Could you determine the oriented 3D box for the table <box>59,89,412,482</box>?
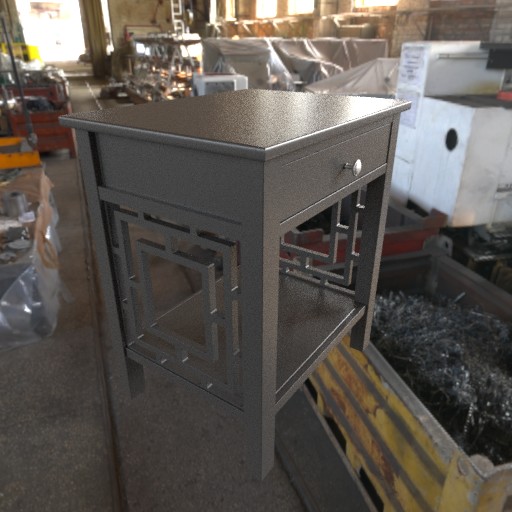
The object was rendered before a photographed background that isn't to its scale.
[{"bbox_3d":[0.000,0.000,1.008,0.451,0.646,0.564,17,31,31],"label":"table"}]
